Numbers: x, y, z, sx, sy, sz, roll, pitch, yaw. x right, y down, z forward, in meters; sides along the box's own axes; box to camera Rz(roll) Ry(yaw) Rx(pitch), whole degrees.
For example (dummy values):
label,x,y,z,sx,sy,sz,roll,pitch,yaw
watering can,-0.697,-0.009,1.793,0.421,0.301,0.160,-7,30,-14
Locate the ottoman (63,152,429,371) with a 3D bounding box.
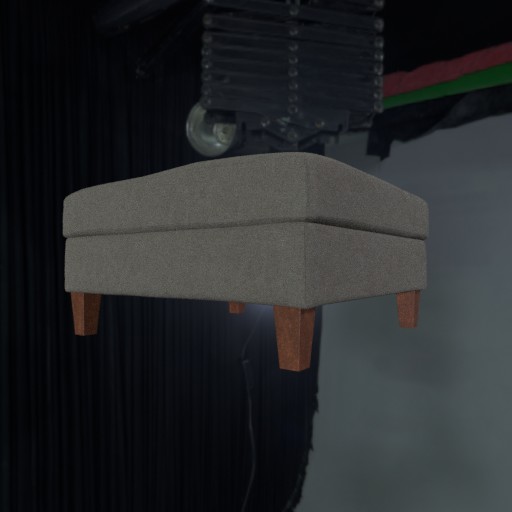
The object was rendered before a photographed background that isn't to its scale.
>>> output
label,x,y,z,sx,sy,sz,roll,pitch,yaw
ottoman,0.000,0.000,1.443,0.881,0.482,0.861,-1,-1,36
